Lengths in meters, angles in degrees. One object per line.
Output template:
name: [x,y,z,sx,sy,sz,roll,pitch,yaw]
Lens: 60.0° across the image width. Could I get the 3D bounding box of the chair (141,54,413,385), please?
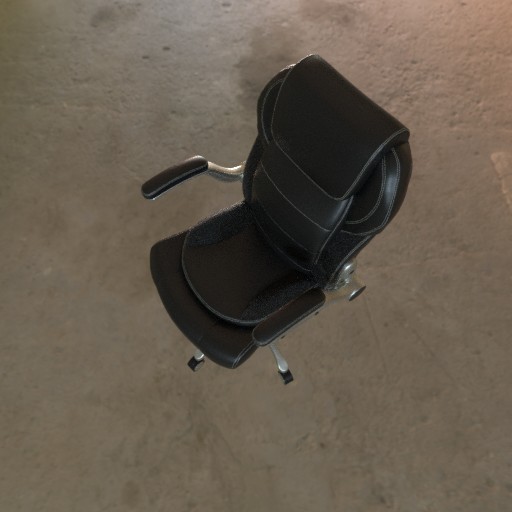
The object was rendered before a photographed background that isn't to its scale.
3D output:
chair: [0.000,0.000,1.621,0.801,1.141,0.724,-33,67,-16]
